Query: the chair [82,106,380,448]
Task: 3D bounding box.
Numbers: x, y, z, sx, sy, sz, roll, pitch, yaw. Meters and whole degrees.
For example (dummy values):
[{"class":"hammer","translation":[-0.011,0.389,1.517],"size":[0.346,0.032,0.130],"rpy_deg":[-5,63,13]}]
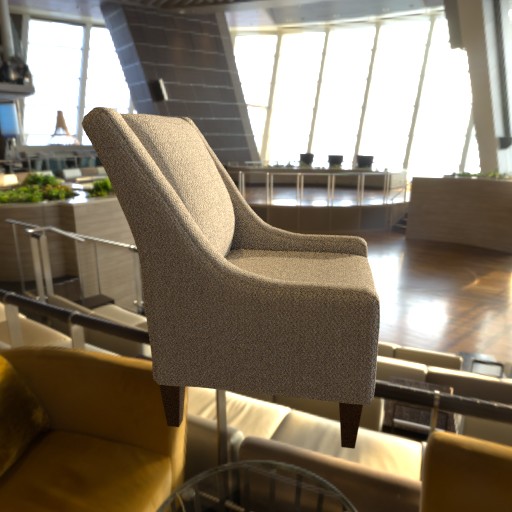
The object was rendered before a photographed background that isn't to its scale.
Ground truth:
[{"class":"chair","translation":[0.000,0.000,1.638],"size":[0.870,1.014,0.774],"rpy_deg":[3,15,10]}]
